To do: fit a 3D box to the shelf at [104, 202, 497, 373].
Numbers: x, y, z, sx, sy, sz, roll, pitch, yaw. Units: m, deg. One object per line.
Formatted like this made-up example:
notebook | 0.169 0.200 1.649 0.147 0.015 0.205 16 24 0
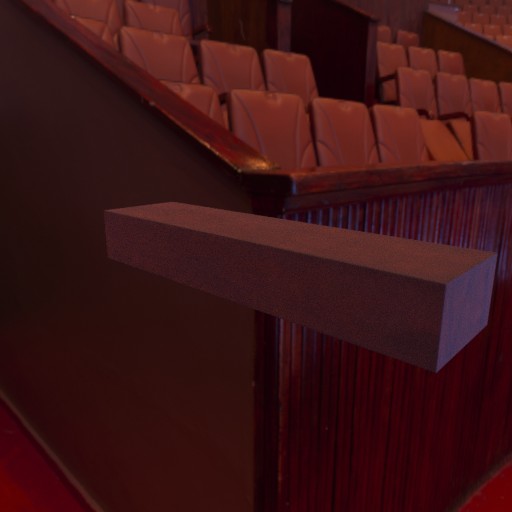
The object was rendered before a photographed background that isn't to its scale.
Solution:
shelf | 0.000 0.000 0.660 0.607 0.088 0.152 14 20 41
